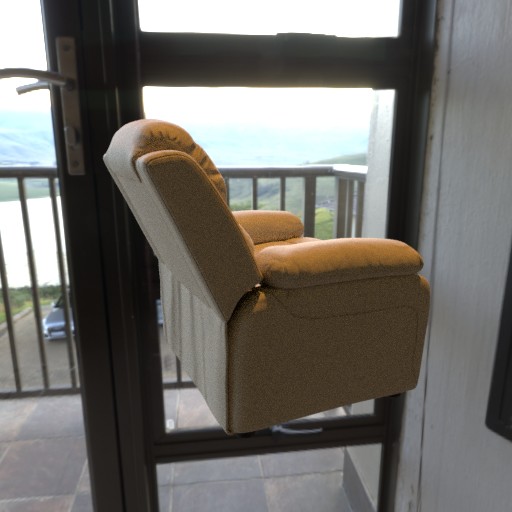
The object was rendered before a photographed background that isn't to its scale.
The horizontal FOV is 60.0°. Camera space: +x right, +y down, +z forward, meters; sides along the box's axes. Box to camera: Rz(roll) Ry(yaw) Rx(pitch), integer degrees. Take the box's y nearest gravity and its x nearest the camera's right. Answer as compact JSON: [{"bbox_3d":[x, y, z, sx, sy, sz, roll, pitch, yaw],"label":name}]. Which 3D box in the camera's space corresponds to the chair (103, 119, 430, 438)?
[{"bbox_3d":[0.000,0.000,1.218,0.709,0.702,0.680,-6,15,-24],"label":"chair"}]
